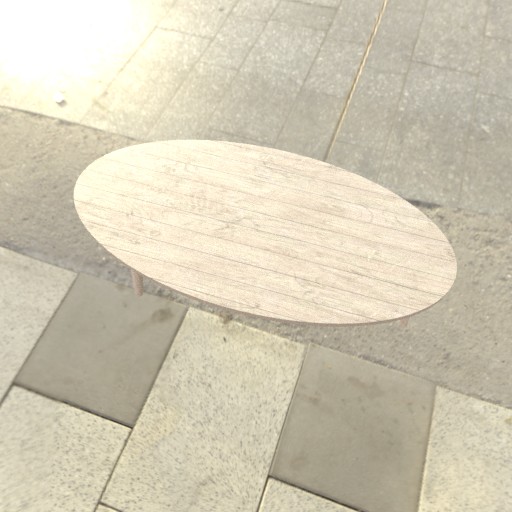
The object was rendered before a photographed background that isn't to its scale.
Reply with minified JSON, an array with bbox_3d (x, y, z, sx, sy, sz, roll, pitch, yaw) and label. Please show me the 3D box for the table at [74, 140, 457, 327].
[{"bbox_3d":[0.000,0.000,1.389,1.083,0.390,0.542,15,61,9],"label":"table"}]
